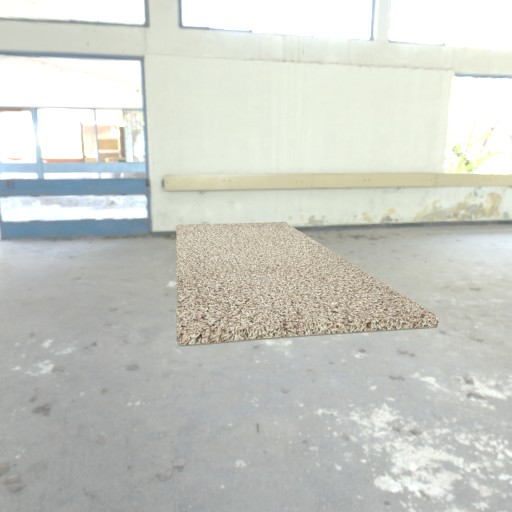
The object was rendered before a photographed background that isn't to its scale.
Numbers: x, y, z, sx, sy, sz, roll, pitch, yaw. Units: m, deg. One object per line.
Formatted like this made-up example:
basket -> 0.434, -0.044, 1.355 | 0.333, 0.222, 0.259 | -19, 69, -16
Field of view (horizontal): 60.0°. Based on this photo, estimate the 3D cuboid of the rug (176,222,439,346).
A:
rug -> 0.000, 0.000, 1.712 | 0.609, 0.030, 1.524 | -2, 13, -10
